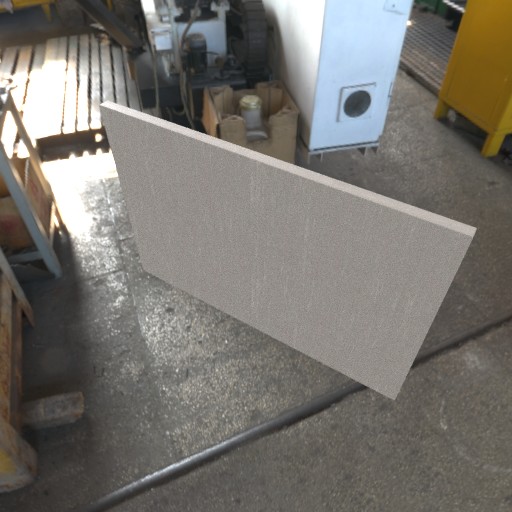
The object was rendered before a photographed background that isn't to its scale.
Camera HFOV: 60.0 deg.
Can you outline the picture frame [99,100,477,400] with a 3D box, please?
[{"bbox_3d":[0.000,0.000,1.220,0.950,0.640,0.029,24,50,22],"label":"picture frame"}]
